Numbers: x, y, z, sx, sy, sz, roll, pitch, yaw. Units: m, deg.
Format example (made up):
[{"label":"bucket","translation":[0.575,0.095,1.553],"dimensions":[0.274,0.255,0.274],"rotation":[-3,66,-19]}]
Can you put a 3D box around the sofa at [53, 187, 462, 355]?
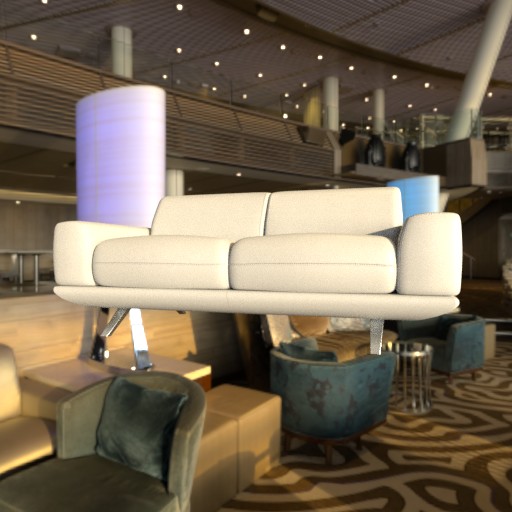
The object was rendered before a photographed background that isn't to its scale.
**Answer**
[{"label":"sofa","translation":[0.000,0.000,2.354],"dimensions":[1.901,0.772,0.900],"rotation":[0,0,17]}]
